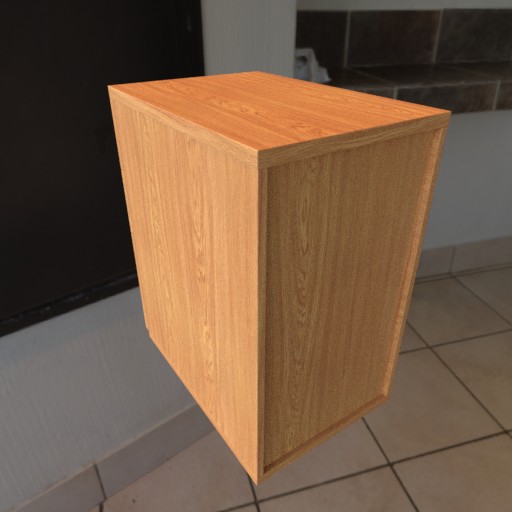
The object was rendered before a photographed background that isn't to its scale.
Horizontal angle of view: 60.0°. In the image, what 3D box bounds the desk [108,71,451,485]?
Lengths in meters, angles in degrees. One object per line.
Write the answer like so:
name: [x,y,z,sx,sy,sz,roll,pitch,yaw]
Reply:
desk: [0.000,0.000,1.060,0.404,0.730,0.600,-19,35,-29]
